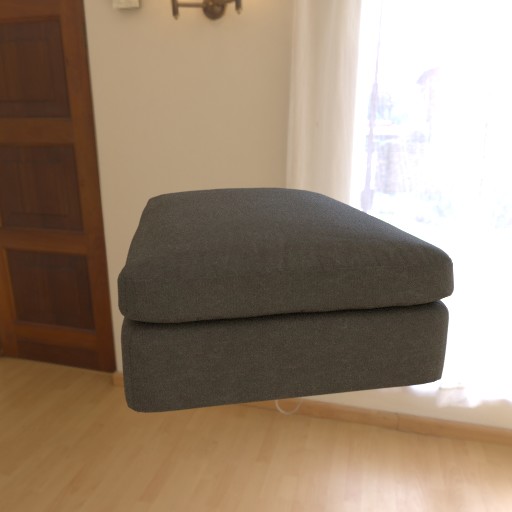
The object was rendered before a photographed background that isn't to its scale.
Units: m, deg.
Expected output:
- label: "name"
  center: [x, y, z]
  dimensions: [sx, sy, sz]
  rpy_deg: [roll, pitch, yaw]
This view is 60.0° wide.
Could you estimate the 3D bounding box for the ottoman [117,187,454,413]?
- label: "ottoman"
  center: [0.000, 0.000, 1.602]
  dimensions: [0.840, 0.429, 1.199]
  rpy_deg: [-3, 16, -10]
